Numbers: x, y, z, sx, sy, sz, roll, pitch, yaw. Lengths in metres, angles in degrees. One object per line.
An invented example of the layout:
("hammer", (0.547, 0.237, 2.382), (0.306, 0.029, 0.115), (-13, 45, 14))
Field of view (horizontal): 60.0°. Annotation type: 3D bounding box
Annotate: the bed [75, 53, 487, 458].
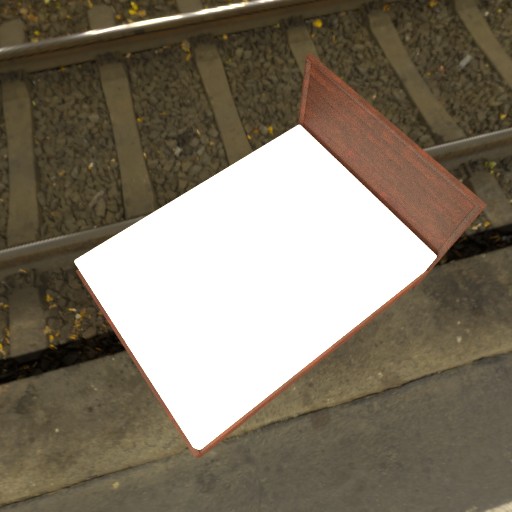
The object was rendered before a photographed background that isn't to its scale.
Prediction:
("bed", (0.000, 0.000, 3.154), (2.184, 1.270, 1.600), (-34, 69, -15))
